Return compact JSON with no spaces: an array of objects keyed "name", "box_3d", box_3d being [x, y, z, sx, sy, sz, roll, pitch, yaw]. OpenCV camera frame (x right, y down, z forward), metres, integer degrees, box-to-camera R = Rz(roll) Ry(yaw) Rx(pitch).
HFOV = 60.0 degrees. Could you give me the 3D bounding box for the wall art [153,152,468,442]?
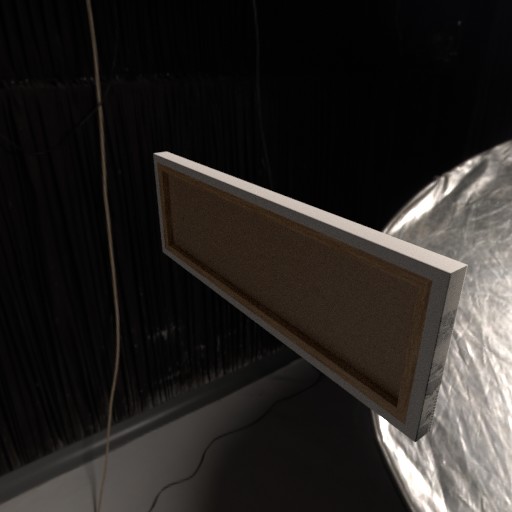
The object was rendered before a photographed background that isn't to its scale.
[{"name":"wall art","box_3d":[0.000,0.000,0.826,0.038,0.255,0.763,-17,30,-33]}]
